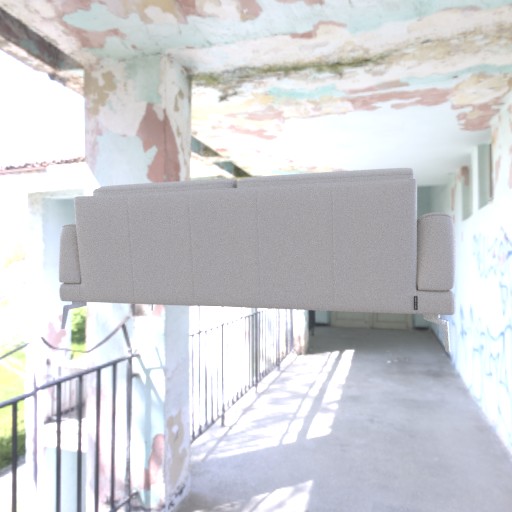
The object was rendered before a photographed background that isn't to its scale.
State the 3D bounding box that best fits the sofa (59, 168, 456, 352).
[{"bbox_3d":[0.000,0.000,2.429,1.940,0.765,0.974,0,-1,18],"label":"sofa"}]
